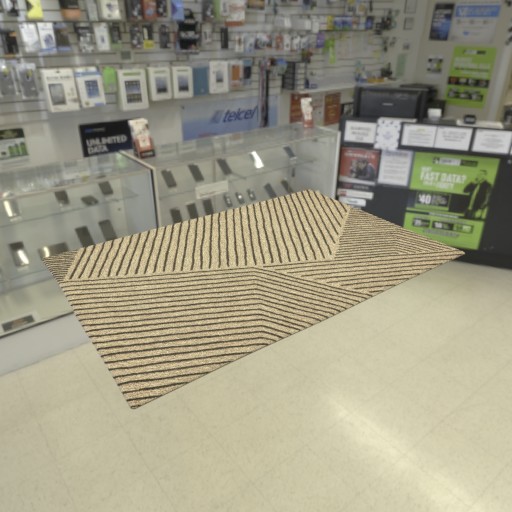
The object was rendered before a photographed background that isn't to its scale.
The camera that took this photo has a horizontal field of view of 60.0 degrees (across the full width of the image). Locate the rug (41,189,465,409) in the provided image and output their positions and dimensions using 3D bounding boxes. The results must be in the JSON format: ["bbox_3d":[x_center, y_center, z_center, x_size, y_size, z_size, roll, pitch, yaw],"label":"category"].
[{"bbox_3d":[0.000,0.000,2.308,1.842,0.019,1.237,-18,33,-31],"label":"rug"}]
